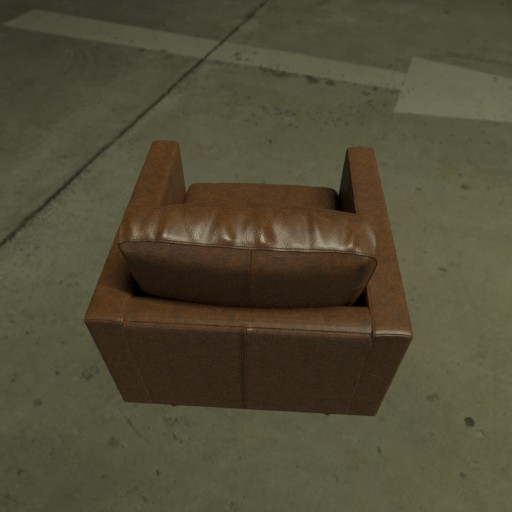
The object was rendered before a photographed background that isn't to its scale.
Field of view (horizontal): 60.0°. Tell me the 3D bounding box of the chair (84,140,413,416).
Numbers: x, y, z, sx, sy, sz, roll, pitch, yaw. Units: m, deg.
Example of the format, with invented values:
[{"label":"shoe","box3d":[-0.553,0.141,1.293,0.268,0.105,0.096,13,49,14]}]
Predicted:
[{"label":"chair","box3d":[0.000,0.000,1.639,0.890,0.956,0.909,2,47,2]}]
